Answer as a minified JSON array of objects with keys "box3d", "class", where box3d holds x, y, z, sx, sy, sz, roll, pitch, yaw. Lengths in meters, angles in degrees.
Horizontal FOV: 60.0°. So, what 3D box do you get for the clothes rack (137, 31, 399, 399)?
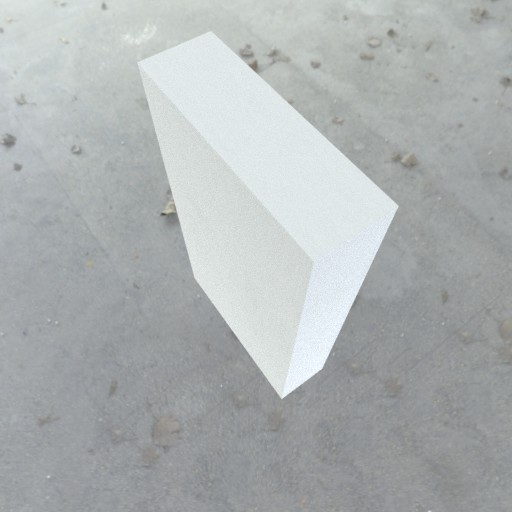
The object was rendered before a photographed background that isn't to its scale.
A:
[{"box3d":[0.000,0.000,1.630,0.250,1.280,0.750,-32,65,-17],"class":"clothes rack"}]
